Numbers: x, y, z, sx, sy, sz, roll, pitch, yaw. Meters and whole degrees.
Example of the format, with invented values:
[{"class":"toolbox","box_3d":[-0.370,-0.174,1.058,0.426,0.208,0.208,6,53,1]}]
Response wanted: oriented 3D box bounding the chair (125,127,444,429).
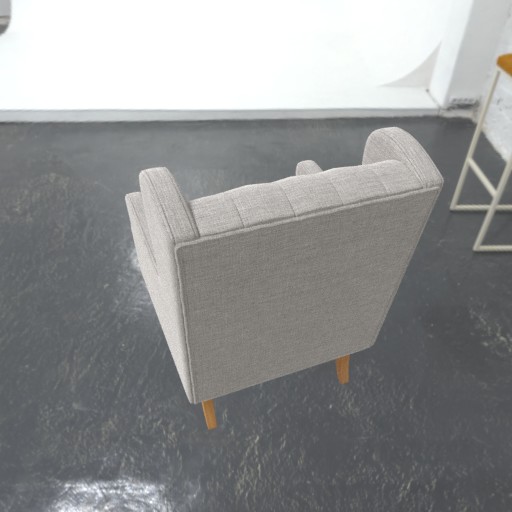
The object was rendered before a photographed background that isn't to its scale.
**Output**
[{"class":"chair","box_3d":[0.000,0.000,1.438,0.710,0.930,0.760,-14,42,-16]}]
